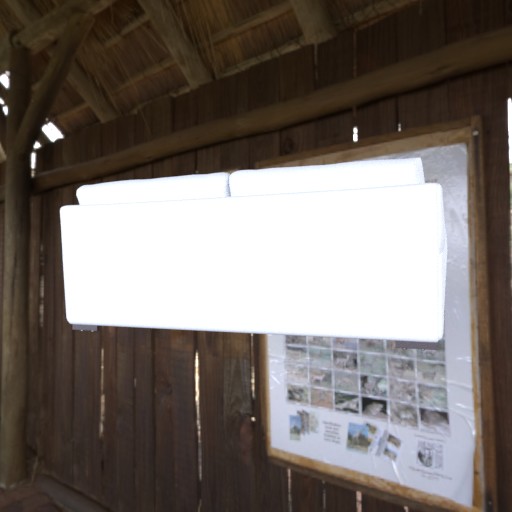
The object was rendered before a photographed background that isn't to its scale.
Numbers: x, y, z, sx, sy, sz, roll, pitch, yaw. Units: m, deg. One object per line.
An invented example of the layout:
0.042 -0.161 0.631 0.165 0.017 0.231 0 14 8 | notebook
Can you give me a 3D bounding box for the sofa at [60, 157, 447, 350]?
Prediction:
0.000 0.000 2.875 2.261 0.940 1.143 -1 -2 20 | sofa
